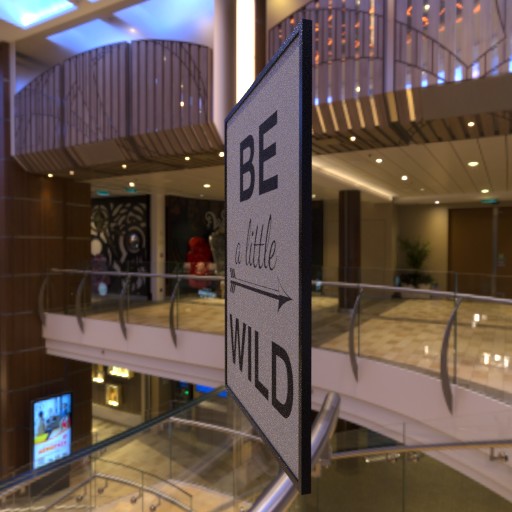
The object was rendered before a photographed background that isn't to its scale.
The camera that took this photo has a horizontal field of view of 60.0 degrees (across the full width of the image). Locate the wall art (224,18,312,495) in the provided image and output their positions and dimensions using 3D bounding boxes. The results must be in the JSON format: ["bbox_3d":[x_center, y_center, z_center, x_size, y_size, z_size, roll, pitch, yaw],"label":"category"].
[{"bbox_3d":[0.000,0.000,0.755,0.013,0.582,0.442,0,1,-16],"label":"wall art"}]
